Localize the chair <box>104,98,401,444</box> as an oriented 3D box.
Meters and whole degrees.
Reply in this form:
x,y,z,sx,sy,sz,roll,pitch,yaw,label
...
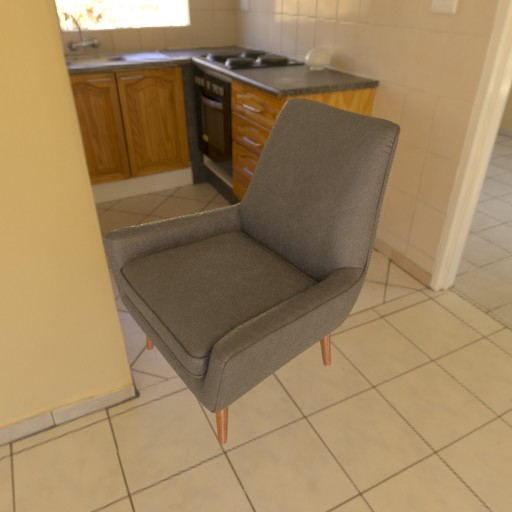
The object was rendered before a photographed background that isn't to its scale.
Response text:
x,y,z,sx,sy,sz,roll,pitch,yaw,label
0.000,0.000,1.522,0.822,0.888,0.787,-22,38,-31,chair
